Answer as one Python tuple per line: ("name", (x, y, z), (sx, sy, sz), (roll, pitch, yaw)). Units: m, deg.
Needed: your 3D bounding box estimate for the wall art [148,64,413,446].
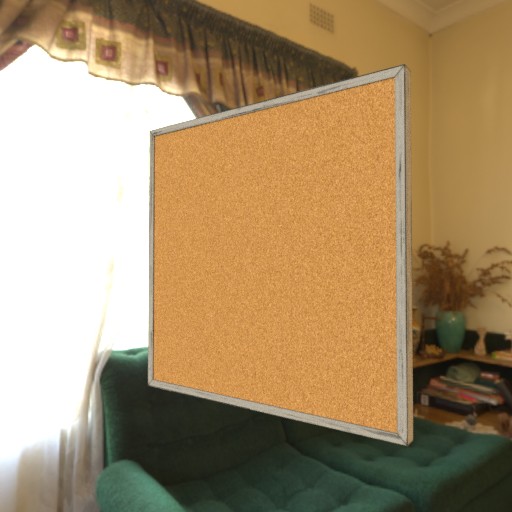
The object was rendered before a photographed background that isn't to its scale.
("wall art", (0.000, 0.000, 1.117), (0.761, 0.761, 0.037), (-1, -1, 35))
